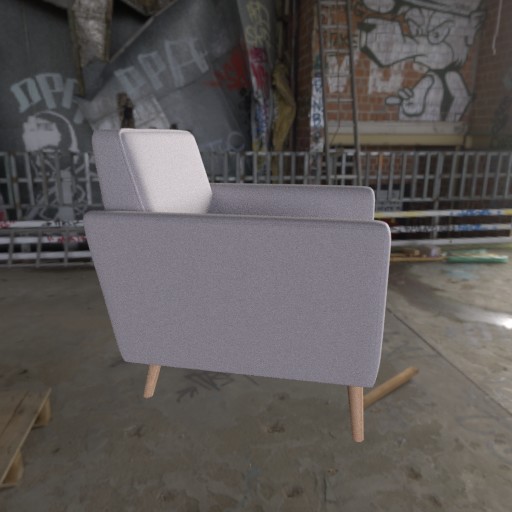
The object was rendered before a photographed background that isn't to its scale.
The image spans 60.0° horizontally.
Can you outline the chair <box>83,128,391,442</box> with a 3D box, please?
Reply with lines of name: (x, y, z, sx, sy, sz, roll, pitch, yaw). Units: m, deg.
chair: (0.000, 0.000, 1.413, 0.750, 0.780, 0.780, 3, 15, 11)
